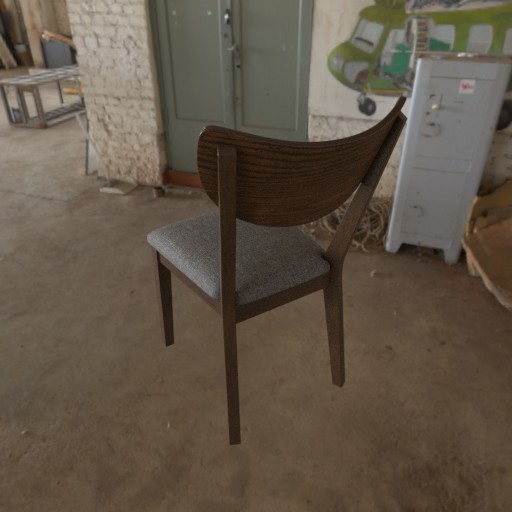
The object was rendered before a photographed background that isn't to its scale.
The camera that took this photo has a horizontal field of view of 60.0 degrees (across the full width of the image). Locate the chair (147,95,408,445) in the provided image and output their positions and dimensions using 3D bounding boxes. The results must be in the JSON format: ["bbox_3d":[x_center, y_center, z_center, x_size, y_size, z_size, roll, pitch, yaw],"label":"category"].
[{"bbox_3d":[0.000,0.000,1.195,0.491,0.849,0.583,-18,35,-28],"label":"chair"}]
